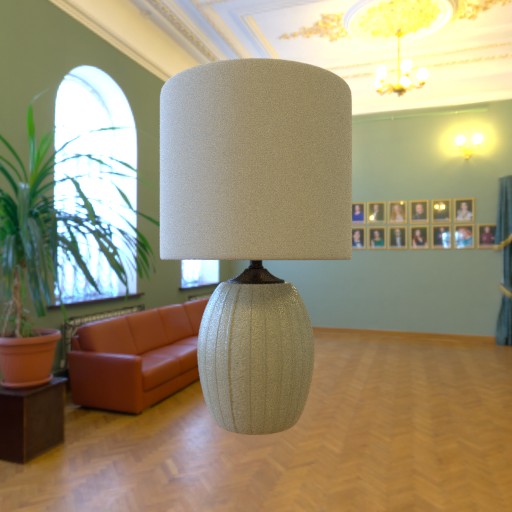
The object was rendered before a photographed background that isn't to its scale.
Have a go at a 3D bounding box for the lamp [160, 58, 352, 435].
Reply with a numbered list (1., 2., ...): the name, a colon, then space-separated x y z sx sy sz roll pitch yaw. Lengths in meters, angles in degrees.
1. lamp: 0.000 0.000 0.776 0.329 0.570 0.329 0 0 18
